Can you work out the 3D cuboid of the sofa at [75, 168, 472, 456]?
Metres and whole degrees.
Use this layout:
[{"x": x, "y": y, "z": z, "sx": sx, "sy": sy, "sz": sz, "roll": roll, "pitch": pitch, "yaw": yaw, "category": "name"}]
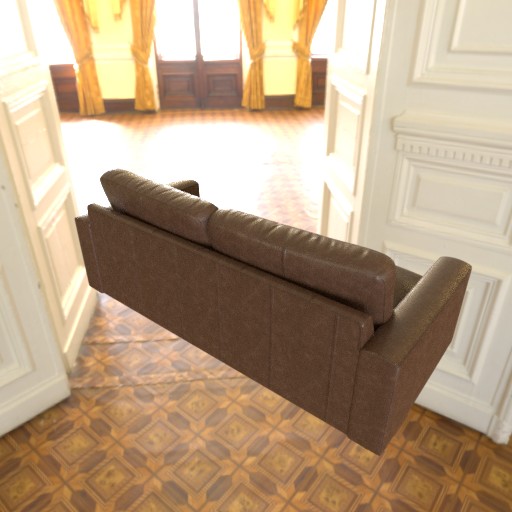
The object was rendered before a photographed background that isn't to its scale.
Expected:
[{"x": 0.000, "y": 0.000, "z": 2.653, "sx": 2.179, "sy": 0.873, "sz": 1.016, "roll": 21, "pitch": 36, "yaw": 33, "category": "sofa"}]
